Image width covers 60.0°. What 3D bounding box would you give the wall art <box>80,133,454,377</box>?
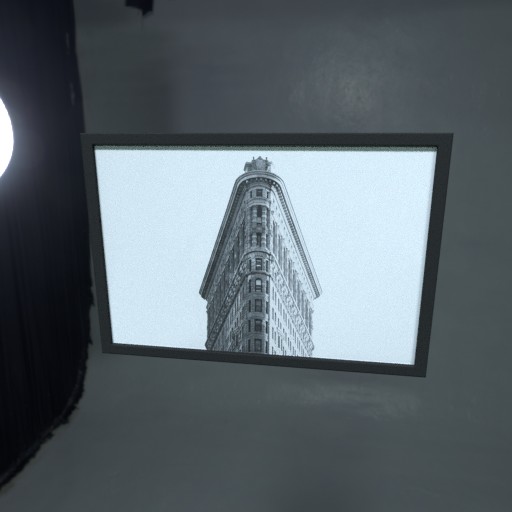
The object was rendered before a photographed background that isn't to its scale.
[{"bbox_3d":[0.000,0.000,1.232,0.964,0.659,0.049,3,16,10],"label":"wall art"}]
